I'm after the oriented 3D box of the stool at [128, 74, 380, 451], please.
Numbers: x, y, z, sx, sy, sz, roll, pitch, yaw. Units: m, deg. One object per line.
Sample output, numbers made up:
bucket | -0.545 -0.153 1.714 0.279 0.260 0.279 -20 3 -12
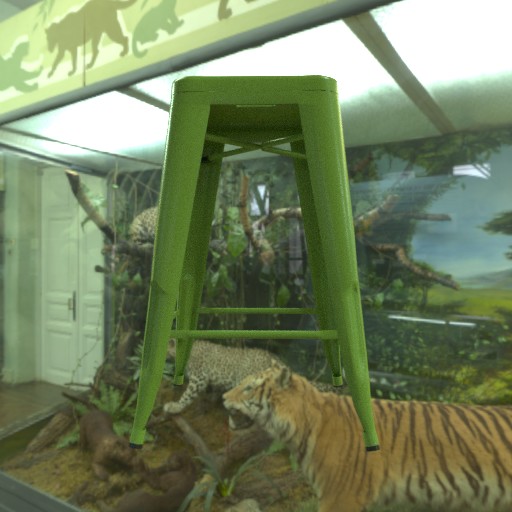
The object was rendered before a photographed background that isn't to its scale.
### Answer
stool | 0.000 0.000 0.867 0.398 0.609 0.358 0 0 2
